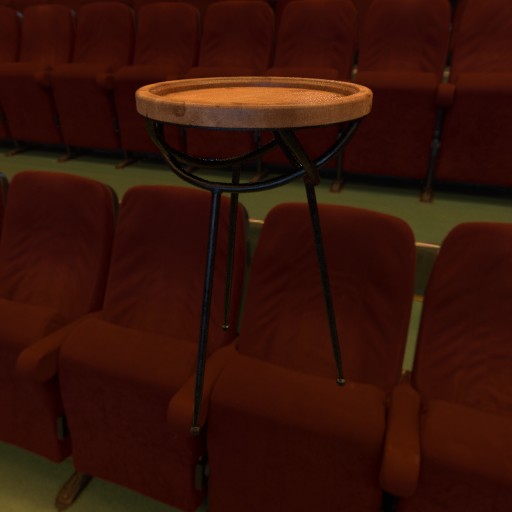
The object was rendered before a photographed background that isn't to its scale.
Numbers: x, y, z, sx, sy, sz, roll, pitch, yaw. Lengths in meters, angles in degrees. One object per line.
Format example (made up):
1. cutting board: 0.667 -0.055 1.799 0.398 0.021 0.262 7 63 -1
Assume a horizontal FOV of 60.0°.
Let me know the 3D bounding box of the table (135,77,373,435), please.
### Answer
1. table: 0.000 0.000 0.930 0.418 0.664 0.414 9 29 17
